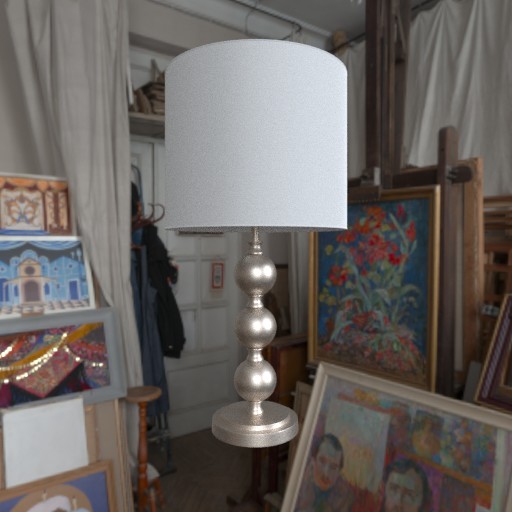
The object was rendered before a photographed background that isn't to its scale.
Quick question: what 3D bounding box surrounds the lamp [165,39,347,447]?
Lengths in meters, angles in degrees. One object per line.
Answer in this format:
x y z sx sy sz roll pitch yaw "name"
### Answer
0.000 0.000 0.686 0.277 0.538 0.277 0 1 16 "lamp"
